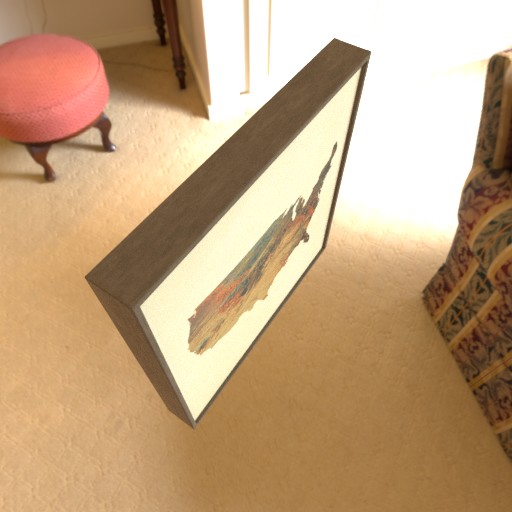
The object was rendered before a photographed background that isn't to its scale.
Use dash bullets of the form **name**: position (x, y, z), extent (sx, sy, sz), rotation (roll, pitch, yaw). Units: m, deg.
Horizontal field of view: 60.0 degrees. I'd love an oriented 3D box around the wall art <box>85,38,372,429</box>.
- **wall art**: position (0.000, 0.000, 0.449), extent (0.038, 0.302, 0.303), rotation (30, 61, 18)
